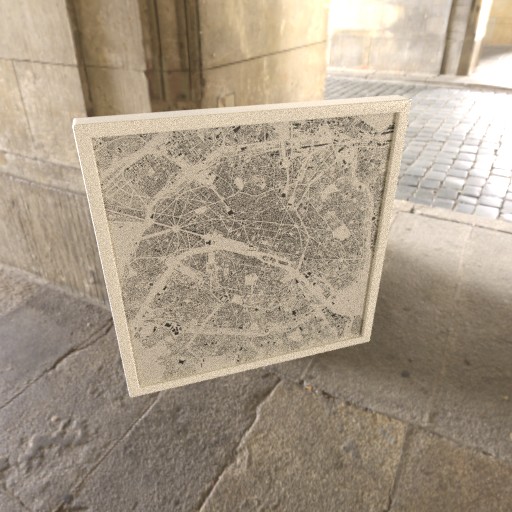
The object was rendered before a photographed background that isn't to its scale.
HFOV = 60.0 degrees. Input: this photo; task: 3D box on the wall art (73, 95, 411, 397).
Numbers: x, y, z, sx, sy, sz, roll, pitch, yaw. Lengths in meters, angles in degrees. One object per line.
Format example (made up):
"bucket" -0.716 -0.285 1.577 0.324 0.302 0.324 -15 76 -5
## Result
"wall art" 0.000 0.000 0.782 0.508 0.508 0.038 -9 32 -15
